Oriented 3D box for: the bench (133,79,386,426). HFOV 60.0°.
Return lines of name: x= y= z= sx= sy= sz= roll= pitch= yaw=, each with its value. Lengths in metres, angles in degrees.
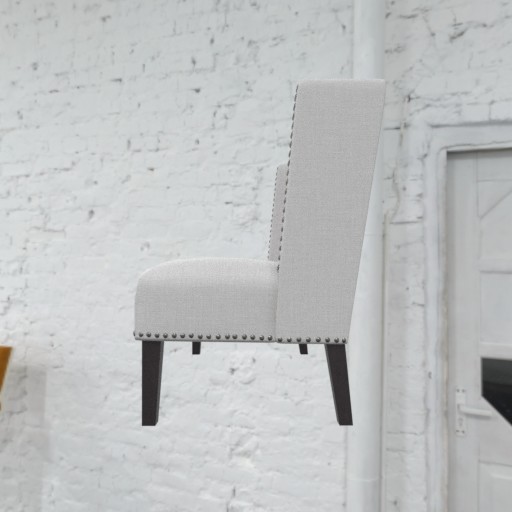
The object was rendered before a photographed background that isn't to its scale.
bench: x=0.000 y=0.000 z=2.045 sx=0.847 sy=1.123 sz=1.280 roll=0 pitch=-2 yaw=0
